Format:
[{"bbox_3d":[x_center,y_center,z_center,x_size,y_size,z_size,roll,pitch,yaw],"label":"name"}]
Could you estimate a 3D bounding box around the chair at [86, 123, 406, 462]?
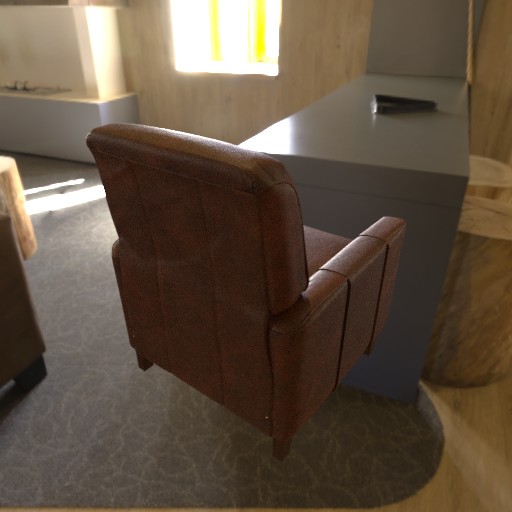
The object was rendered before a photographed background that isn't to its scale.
[{"bbox_3d":[0.000,0.000,1.659,0.843,1.043,0.836,21,35,32],"label":"chair"}]
